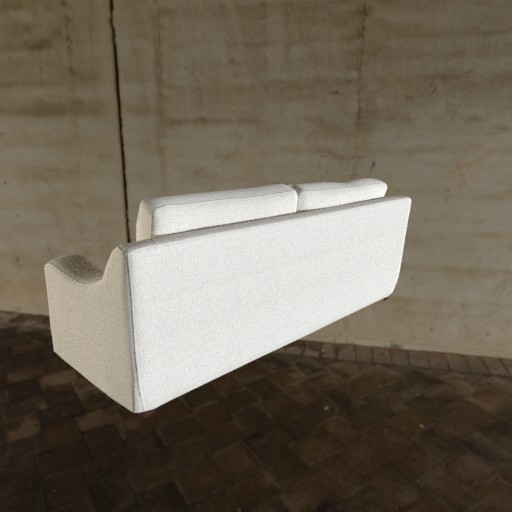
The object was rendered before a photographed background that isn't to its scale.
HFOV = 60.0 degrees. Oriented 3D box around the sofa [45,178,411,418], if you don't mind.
[{"bbox_3d":[0.000,0.000,3.033,1.009,1.022,2.470,14,20,43],"label":"sofa"}]
